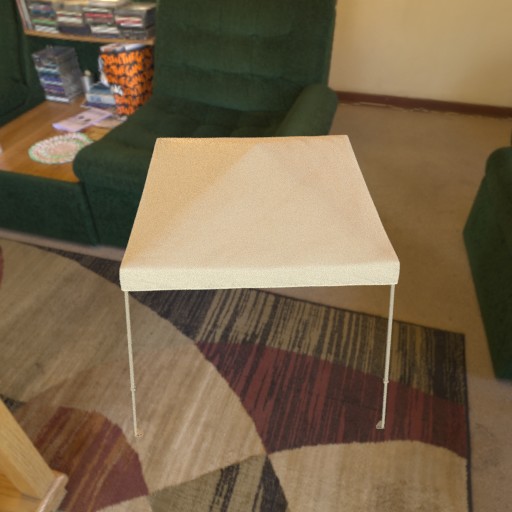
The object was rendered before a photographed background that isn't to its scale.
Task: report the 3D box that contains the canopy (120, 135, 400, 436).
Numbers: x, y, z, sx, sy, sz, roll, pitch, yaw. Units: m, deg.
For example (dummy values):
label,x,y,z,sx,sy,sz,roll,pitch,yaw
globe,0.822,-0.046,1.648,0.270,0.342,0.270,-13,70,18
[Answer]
label,x,y,z,sx,sy,sz,roll,pitch,yaw
canopy,0.000,0.000,6.534,3.599,3.600,3.600,-1,42,-1
